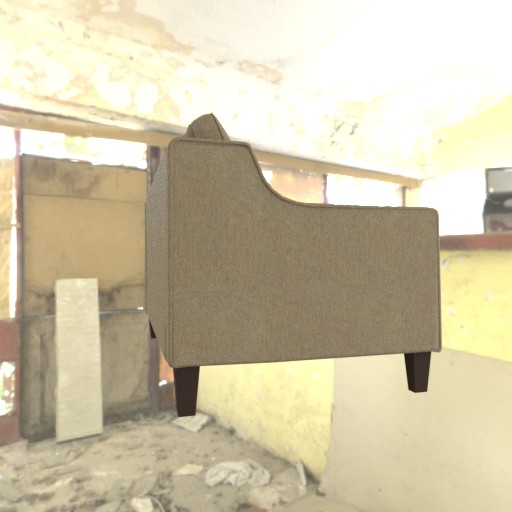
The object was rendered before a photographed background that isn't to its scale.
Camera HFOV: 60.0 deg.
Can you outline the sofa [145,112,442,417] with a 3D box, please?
[{"bbox_3d":[0.000,0.000,2.148,0.985,0.981,1.503,0,0,-17],"label":"sofa"}]
